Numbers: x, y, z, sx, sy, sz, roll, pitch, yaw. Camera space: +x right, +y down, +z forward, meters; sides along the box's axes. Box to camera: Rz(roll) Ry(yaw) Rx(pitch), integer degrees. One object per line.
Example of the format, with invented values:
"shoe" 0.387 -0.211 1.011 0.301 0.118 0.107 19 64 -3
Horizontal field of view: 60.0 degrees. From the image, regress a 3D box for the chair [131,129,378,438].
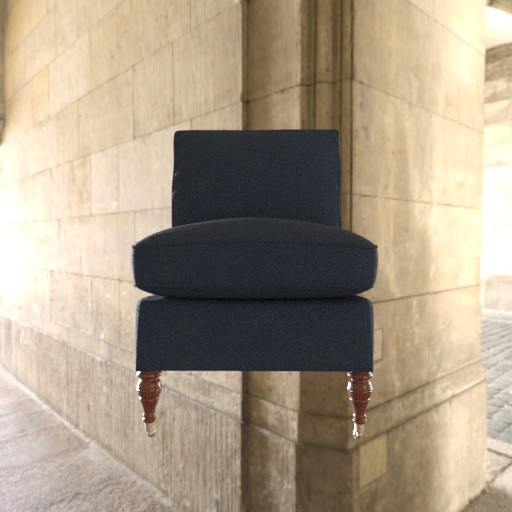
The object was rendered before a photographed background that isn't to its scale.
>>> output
"chair" 0.000 0.000 1.656 0.724 1.052 0.912 0 2 1
